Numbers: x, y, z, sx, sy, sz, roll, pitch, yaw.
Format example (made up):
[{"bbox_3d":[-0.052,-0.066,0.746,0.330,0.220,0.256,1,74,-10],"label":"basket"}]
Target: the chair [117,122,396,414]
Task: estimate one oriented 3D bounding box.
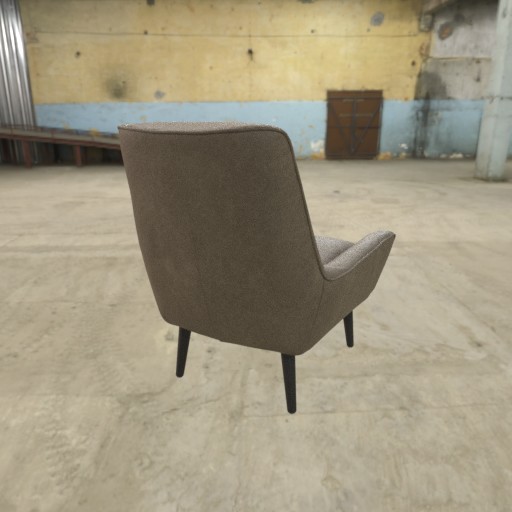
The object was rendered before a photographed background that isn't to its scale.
[{"bbox_3d":[0.000,0.000,1.529,0.787,0.888,0.824,9,19,27],"label":"chair"}]
